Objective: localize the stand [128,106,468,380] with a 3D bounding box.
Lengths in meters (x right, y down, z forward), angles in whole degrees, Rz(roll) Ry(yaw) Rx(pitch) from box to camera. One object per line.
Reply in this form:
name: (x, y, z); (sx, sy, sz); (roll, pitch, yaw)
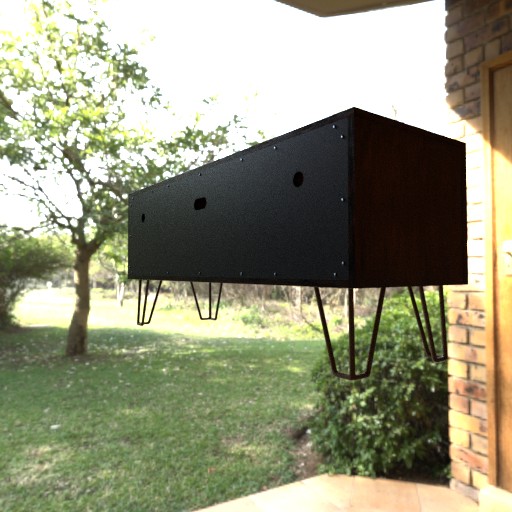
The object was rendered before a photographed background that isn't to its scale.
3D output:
stand: (0.000, 0.000, 1.654); (0.481, 0.610, 1.372); (1, -2, -36)
